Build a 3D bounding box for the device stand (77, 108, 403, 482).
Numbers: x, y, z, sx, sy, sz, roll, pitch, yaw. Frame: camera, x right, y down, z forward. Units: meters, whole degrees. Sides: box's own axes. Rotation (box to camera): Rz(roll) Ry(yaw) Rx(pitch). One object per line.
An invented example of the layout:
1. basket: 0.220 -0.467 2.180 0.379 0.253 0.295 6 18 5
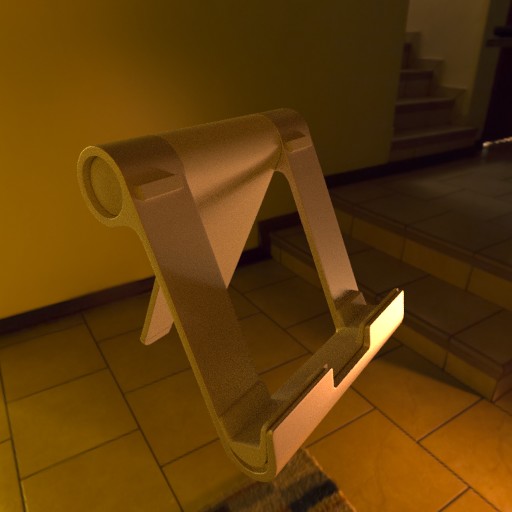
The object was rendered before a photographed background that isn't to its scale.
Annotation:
1. device stand: 0.000 0.000 0.150 0.079 0.084 0.086 19 32 33
